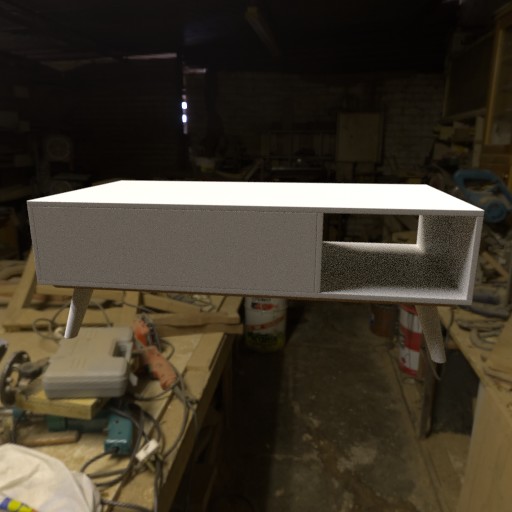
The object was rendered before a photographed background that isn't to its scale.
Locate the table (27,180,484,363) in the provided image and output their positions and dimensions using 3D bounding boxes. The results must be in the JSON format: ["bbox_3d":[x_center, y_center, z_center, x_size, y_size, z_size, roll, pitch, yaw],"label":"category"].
[{"bbox_3d":[0.000,0.000,1.491,1.194,0.432,0.609,2,15,8],"label":"table"}]
